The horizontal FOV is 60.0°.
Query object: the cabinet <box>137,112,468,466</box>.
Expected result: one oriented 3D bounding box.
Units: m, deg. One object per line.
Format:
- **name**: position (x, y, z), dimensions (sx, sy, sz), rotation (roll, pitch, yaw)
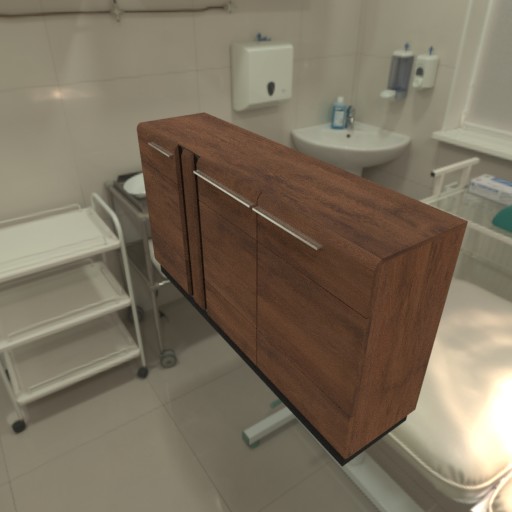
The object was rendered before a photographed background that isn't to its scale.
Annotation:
- **cabinet**: position (0.000, 0.000, 2.007), dimensions (0.420, 0.900, 1.600), rotation (-20, 37, -29)
